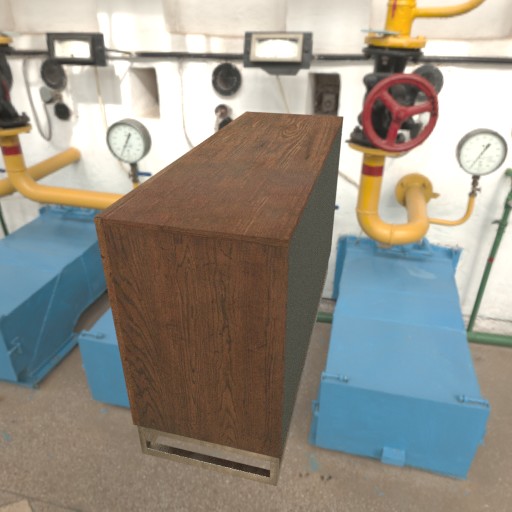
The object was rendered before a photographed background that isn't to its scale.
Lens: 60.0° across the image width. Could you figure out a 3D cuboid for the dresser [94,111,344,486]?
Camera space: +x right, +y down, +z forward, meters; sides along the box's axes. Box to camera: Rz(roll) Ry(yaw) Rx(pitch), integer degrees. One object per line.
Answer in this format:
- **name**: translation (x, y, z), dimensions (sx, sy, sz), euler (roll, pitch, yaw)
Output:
- **dresser**: translation (0.000, 0.000, 2.202), dimensions (0.623, 1.061, 1.646), euler (7, 30, 13)
